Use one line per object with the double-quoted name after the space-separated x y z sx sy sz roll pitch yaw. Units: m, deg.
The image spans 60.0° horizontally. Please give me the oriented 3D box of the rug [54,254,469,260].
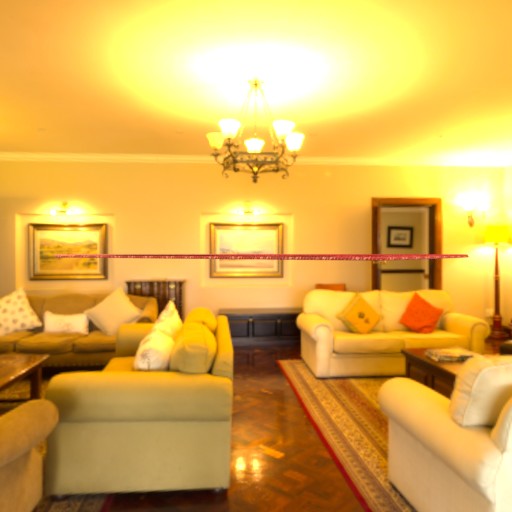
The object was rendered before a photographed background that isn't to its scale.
0.000 0.000 2.339 1.835 0.018 1.230 0 0 36 "rug"
